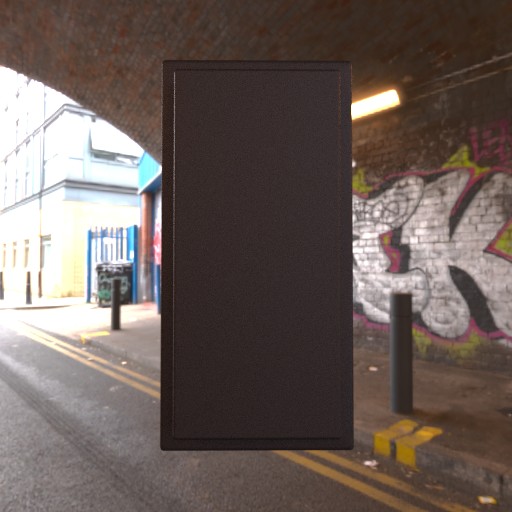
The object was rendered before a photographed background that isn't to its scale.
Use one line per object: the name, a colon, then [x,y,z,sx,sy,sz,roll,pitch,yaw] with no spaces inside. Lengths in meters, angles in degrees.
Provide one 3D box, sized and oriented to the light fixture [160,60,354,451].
light fixture: [0.000,0.000,0.422,0.170,0.298,0.207,0,-1,-1]
